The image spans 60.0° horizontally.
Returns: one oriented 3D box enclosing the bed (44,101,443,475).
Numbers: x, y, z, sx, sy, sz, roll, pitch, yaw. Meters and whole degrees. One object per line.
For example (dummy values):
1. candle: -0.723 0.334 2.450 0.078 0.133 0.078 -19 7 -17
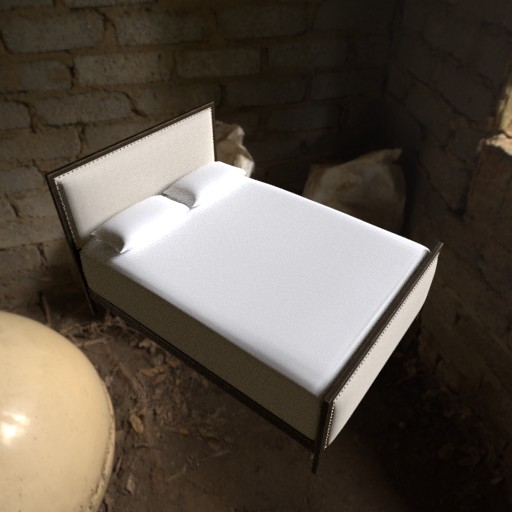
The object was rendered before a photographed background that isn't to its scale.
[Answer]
1. bed: 0.000 0.000 3.253 2.221 1.313 1.607 26 46 28
